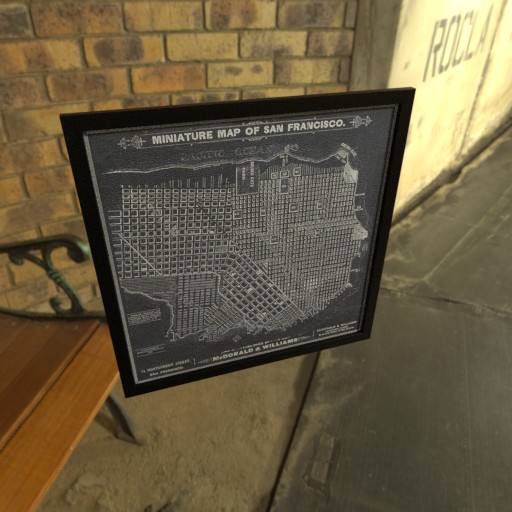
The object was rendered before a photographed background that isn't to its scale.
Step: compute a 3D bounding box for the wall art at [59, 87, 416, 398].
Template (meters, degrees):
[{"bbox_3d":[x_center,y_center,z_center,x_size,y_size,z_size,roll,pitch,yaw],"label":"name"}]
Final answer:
[{"bbox_3d":[0.000,0.000,0.672,0.457,0.458,0.012,-10,34,-15],"label":"wall art"}]
